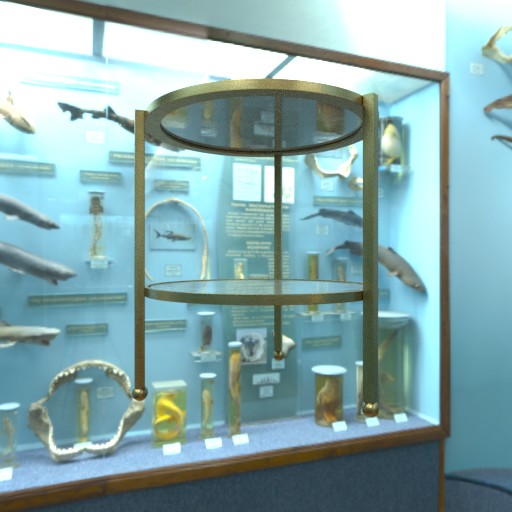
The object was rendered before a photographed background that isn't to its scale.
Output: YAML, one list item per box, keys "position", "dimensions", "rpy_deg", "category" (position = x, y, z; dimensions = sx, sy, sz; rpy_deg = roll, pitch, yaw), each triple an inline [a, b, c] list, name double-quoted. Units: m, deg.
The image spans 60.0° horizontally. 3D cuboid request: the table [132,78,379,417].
- position: [0.000, 0.000, 0.449]
  dimensions: [0.243, 0.269, 0.231]
  rpy_deg: [0, 0, -19]
  category: "table"
